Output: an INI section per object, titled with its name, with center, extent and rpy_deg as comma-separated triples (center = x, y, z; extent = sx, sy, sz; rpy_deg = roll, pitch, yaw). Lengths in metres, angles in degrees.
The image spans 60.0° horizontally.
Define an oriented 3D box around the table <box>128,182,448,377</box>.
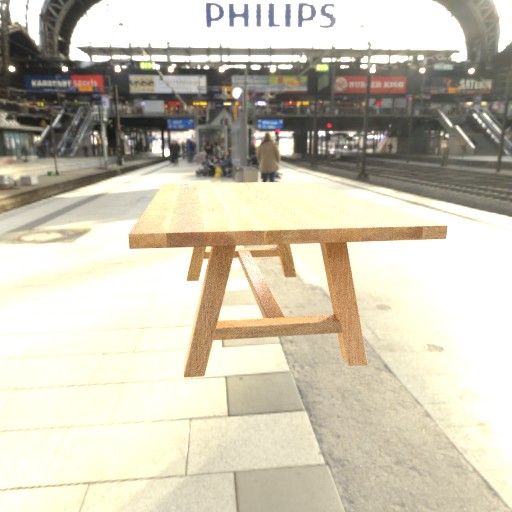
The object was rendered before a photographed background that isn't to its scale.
[table]
center = 0.000, 0.000, 1.720
extent = 0.760, 0.455, 1.320
rpy_deg = -2, 14, -8
